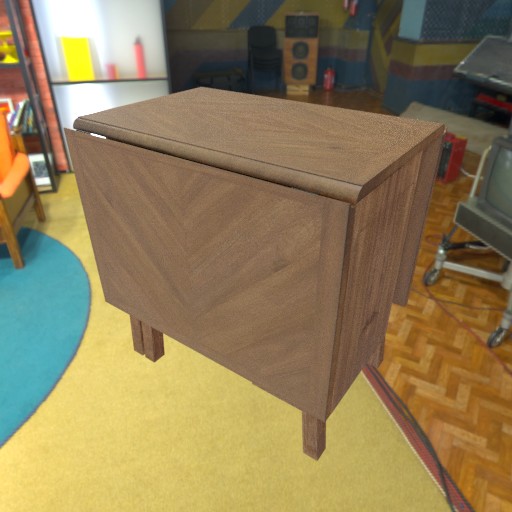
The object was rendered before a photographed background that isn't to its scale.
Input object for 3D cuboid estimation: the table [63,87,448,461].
[{"bbox_3d":[0.000,0.000,1.621,0.967,0.981,0.701,20,37,30],"label":"table"}]
